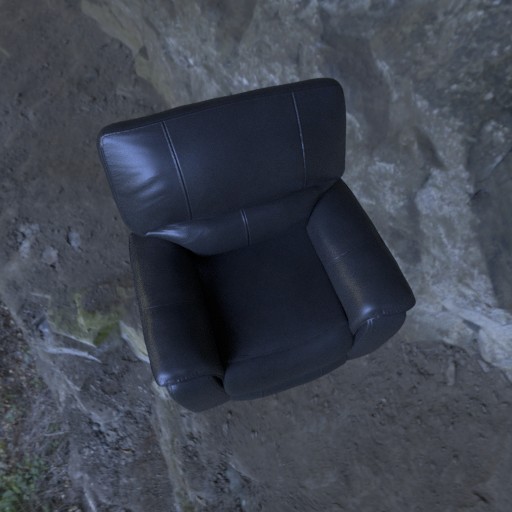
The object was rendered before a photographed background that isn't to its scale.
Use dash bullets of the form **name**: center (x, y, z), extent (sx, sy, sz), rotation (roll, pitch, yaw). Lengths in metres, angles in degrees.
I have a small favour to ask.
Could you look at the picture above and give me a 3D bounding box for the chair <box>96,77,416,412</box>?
- **chair**: center (0.000, 0.000, 2.008), extent (1.096, 1.109, 1.087), rotation (-17, 64, -8)
